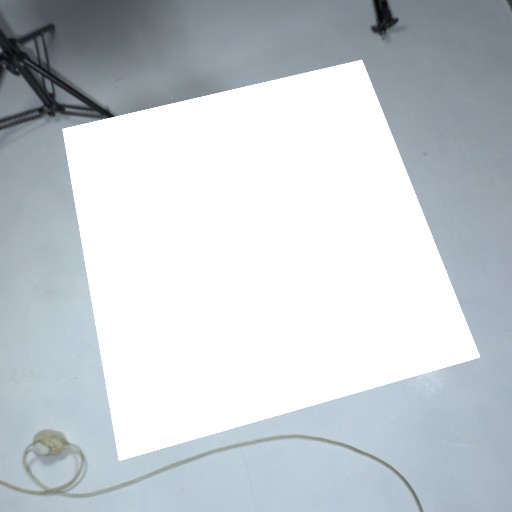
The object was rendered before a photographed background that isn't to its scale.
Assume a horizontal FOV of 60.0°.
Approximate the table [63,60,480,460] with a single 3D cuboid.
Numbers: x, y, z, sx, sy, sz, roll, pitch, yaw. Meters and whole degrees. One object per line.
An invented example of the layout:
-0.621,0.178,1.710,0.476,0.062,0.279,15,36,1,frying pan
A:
0.000,0.000,1.026,0.670,0.305,0.670,-15,75,-4,table
